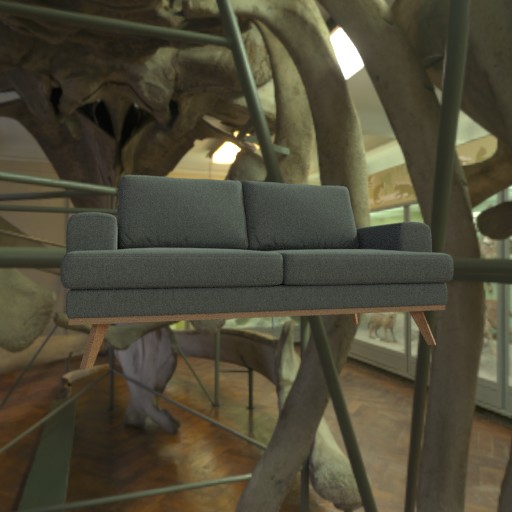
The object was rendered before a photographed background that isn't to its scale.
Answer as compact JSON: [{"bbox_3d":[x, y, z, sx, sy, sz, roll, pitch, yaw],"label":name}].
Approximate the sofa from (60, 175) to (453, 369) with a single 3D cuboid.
[{"bbox_3d":[0.000,0.000,2.123,1.650,0.810,0.785,0,0,-17],"label":"sofa"}]
